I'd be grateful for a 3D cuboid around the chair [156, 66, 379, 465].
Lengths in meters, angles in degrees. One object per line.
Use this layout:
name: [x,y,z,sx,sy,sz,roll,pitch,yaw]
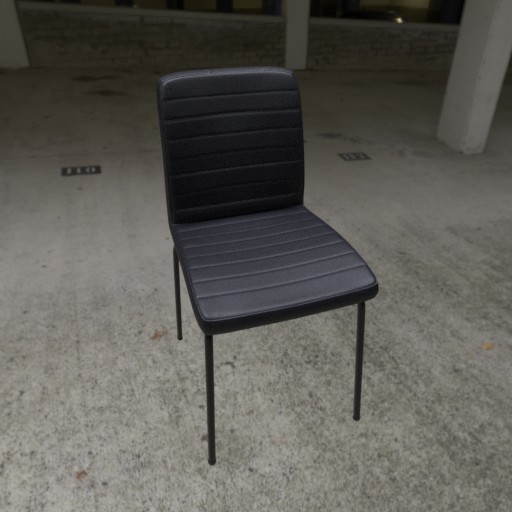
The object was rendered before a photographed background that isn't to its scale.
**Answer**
chair: [0.000,0.000,1.210,0.450,0.872,0.572,-10,34,-16]
